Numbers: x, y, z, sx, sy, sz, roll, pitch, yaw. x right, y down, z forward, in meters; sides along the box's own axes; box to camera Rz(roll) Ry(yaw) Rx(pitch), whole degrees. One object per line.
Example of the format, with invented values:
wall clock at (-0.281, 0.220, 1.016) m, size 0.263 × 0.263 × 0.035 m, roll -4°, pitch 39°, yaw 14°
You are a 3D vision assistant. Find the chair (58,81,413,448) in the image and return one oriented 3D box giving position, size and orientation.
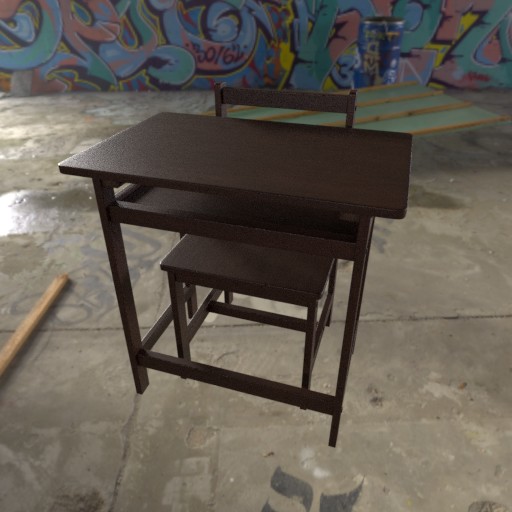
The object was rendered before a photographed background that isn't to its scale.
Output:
chair at (0.000, 0.000, 1.034) m, size 0.599 × 0.673 × 0.463 m, roll 10°, pitch 33°, yaw 15°
